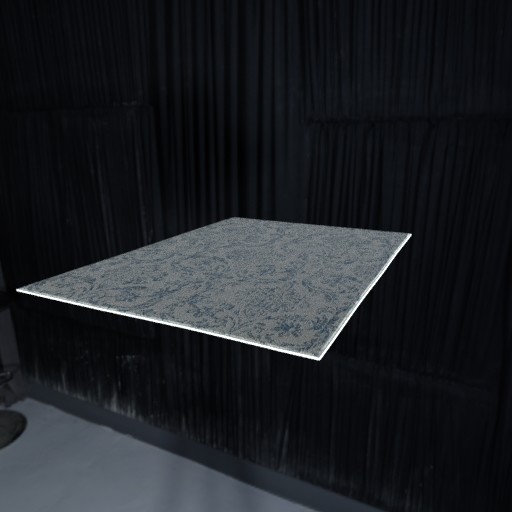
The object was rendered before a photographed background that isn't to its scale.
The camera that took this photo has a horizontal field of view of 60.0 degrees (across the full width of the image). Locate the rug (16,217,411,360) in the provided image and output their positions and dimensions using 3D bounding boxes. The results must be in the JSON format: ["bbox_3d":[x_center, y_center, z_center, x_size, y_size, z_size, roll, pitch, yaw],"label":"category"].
[{"bbox_3d":[0.000,0.000,2.817,1.586,0.014,2.197,8,17,25],"label":"rug"}]
